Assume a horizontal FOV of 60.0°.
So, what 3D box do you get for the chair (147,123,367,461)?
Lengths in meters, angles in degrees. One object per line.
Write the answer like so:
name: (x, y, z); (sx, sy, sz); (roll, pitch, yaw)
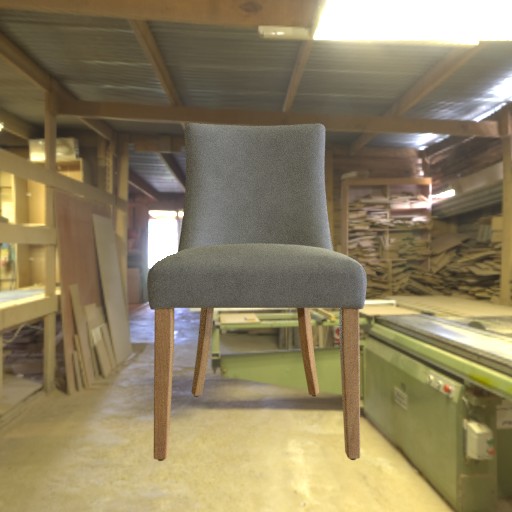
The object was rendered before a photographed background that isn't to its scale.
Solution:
chair: (0.000, 0.000, 1.259); (0.495, 0.902, 0.610); (0, 0, -1)
